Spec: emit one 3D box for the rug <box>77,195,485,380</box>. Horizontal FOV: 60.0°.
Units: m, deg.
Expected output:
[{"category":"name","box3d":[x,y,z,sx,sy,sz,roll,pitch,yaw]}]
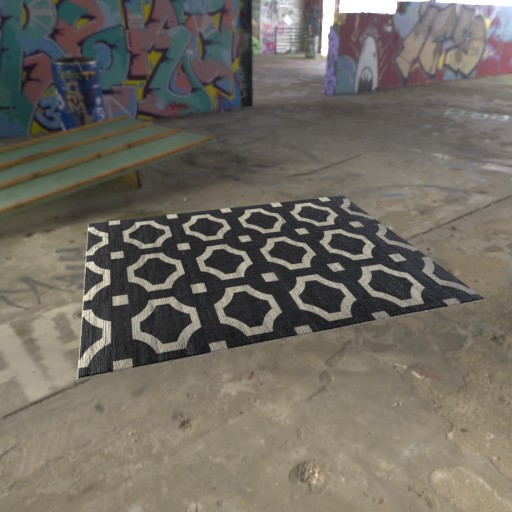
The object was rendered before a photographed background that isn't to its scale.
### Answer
[{"category":"rug","box3d":[0.000,0.000,4.155,3.049,0.021,2.466,-8,29,-15]}]
